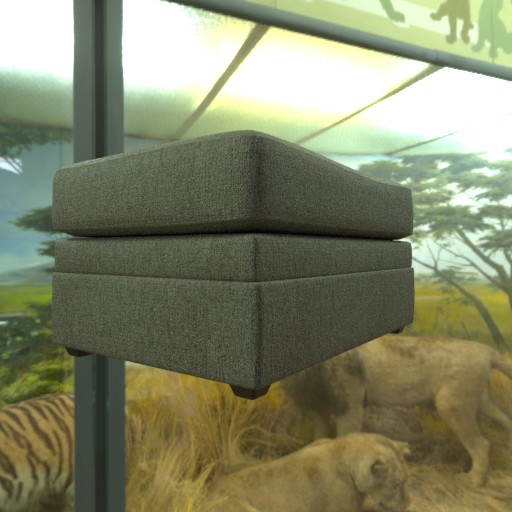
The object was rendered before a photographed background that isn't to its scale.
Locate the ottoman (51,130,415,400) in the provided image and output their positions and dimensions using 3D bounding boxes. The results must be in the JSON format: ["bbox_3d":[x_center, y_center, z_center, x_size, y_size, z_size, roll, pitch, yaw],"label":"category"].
[{"bbox_3d":[0.000,0.000,1.221,0.637,0.478,0.885,0,1,36],"label":"ottoman"}]
